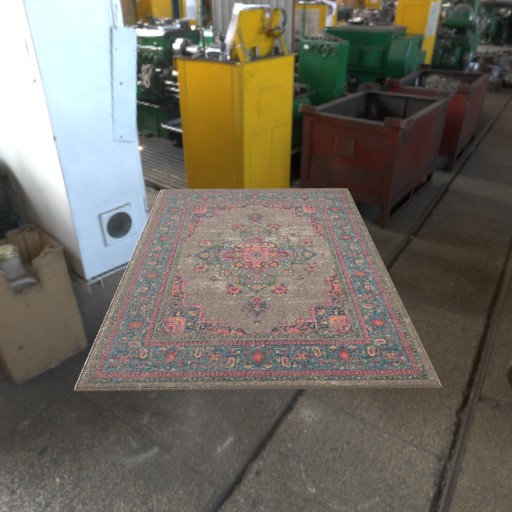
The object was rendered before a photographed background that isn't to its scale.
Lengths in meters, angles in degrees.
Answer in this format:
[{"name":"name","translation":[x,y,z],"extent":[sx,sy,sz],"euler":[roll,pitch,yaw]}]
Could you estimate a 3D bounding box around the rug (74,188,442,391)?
[{"name":"rug","translation":[0.000,0.000,2.869],"extent":[1.609,0.013,2.214],"euler":[0,31,-1]}]
